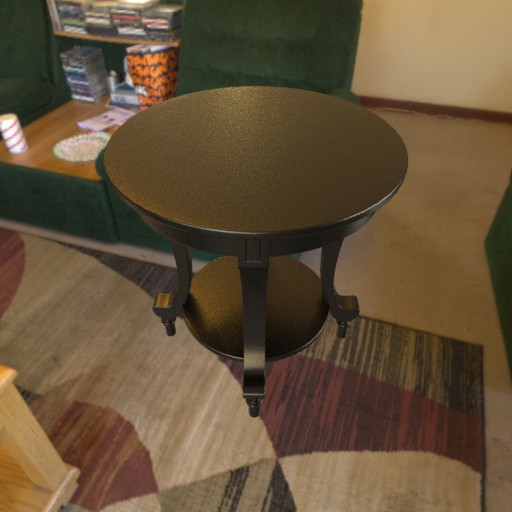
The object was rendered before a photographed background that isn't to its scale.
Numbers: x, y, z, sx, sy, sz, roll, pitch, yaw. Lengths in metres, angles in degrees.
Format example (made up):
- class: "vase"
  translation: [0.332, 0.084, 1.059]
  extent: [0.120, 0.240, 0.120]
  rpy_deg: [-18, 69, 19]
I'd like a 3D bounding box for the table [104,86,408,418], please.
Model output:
- class: "table"
  translation: [0.000, 0.000, 1.097]
  extent: [0.597, 0.618, 0.597]
  rpy_deg: [0, 41, 0]
